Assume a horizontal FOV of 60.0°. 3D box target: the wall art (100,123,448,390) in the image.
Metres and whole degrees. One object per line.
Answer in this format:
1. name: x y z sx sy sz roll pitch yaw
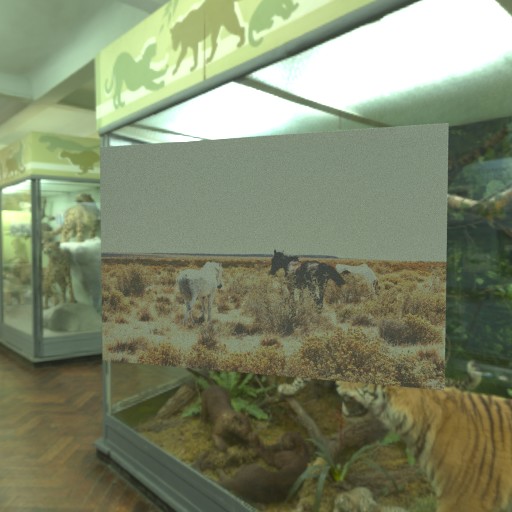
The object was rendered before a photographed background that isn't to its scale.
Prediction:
1. wall art: 0.000 0.000 1.919 1.520 1.016 0.051 1 2 16
